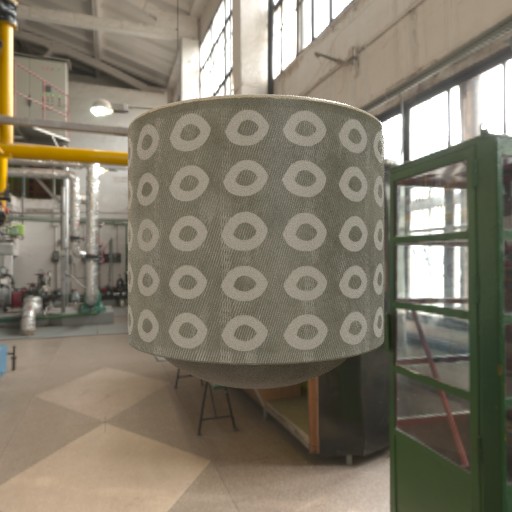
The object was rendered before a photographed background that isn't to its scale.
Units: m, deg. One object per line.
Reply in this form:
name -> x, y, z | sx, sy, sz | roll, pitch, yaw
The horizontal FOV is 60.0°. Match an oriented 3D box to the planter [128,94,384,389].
planter -> 0.000, 0.000, 0.342 | 0.190, 0.181, 0.190 | 0, 0, 0
